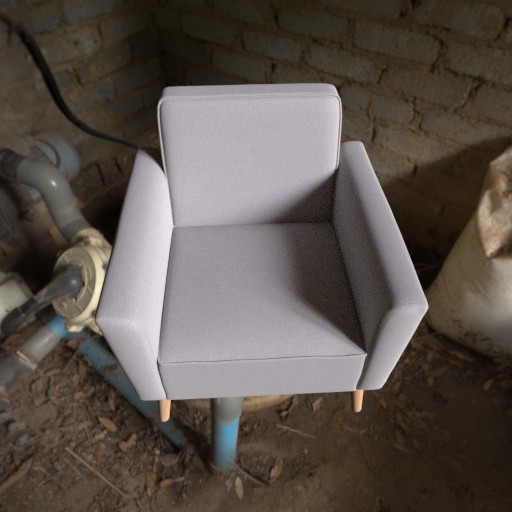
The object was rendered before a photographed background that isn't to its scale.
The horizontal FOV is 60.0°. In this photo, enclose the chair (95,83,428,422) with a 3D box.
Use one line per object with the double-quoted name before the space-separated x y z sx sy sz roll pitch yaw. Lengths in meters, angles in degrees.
"chair" 0.000 0.000 1.398 0.780 0.780 0.750 -2 46 -2
